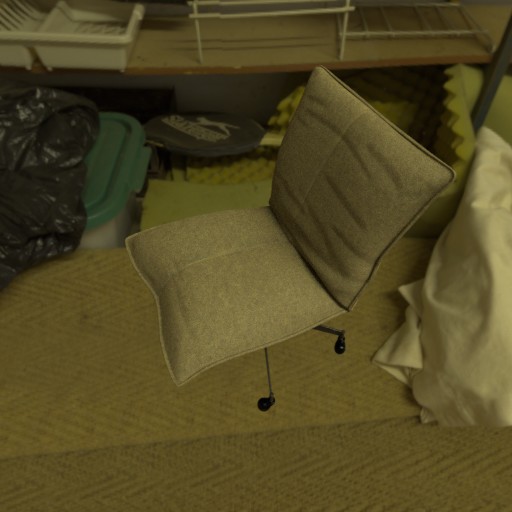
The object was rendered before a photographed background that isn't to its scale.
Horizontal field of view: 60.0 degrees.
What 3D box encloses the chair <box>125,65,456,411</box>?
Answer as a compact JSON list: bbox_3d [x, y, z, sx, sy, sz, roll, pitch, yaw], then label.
[{"bbox_3d":[0.000,0.000,1.317,0.696,0.811,0.597,-17,49,-15],"label":"chair"}]
